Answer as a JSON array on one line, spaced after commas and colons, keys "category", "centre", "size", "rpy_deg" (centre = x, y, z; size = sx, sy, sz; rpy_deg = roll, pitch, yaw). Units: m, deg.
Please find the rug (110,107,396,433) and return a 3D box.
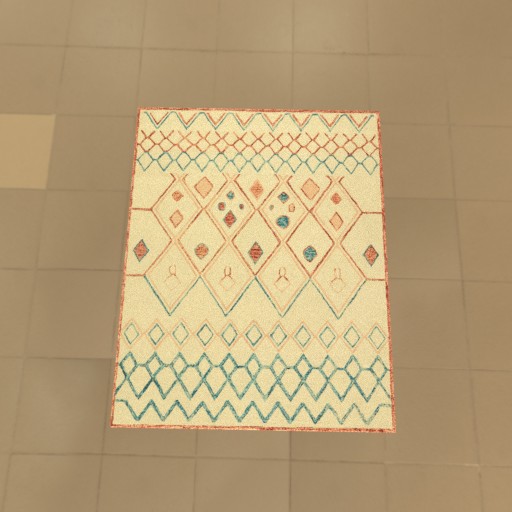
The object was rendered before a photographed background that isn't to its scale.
[{"category": "rug", "centre": [0.000, 0.000, 4.133], "size": [2.441, 0.016, 3.050], "rpy_deg": [1, 77, 0]}]
